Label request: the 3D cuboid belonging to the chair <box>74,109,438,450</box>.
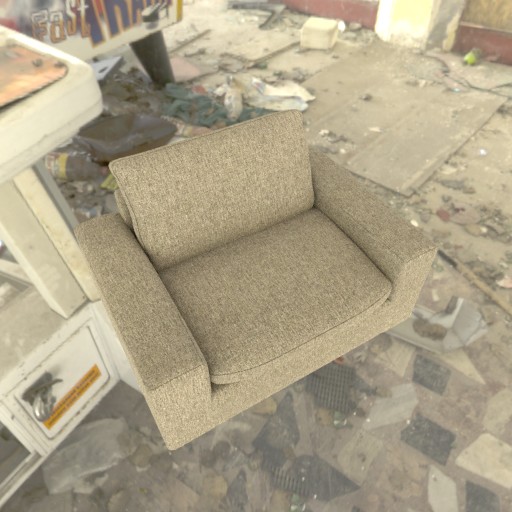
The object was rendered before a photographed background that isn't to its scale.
[{"bbox_3d":[0.000,0.000,2.095,1.398,0.915,1.039,-23,50,-21],"label":"chair"}]
